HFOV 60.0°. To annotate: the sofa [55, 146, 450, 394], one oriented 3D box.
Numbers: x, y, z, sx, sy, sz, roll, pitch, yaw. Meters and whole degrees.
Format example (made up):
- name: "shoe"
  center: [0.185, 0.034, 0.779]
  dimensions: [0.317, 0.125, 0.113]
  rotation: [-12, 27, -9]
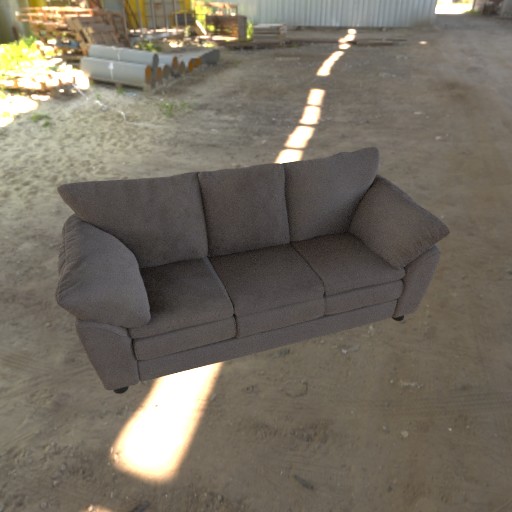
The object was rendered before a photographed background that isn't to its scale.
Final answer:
- name: "sofa"
  center: [0.000, 0.000, 2.881]
  dimensions: [2.336, 1.073, 0.878]
  rotation: [-11, 32, -17]
